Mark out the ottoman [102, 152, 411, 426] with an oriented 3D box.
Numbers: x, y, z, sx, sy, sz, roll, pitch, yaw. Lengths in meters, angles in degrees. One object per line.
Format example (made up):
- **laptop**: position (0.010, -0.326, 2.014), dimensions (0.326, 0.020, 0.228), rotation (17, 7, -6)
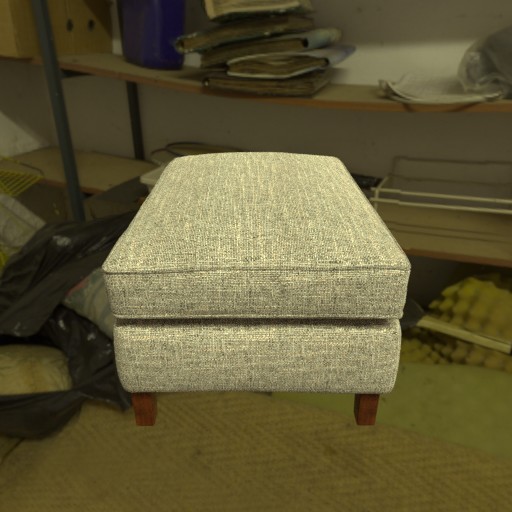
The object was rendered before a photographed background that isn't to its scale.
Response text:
- **ottoman**: position (0.000, 0.000, 1.013), dimensions (0.508, 0.406, 0.686), rotation (0, 26, 0)
